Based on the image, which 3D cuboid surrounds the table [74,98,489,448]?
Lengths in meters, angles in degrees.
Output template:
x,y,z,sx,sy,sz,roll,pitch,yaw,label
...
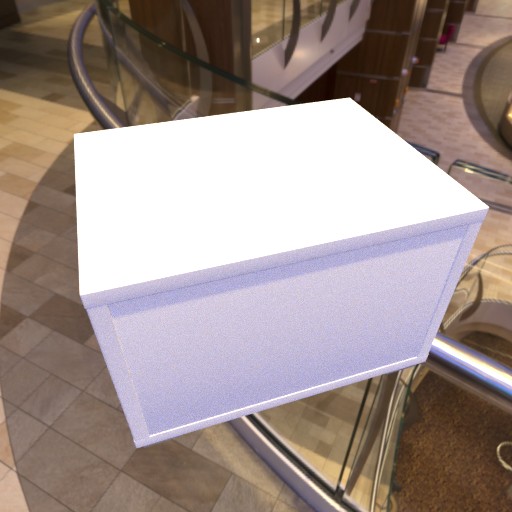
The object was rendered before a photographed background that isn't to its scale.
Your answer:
x,y,z,sx,sy,sz,roll,pitch,yaw,label
0.000,0.000,0.783,0.517,0.357,0.399,-12,42,-14,table
